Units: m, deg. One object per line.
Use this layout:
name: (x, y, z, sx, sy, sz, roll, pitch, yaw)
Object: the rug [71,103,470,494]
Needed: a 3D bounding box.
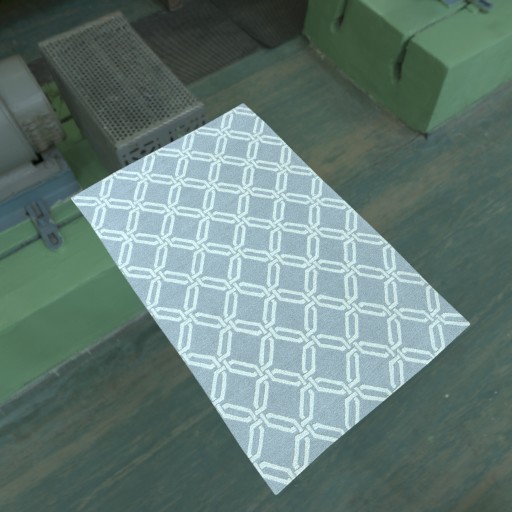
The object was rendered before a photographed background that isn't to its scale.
rug: (0.000, 0.000, 2.183, 1.148, 0.010, 1.754, -34, 68, -16)
